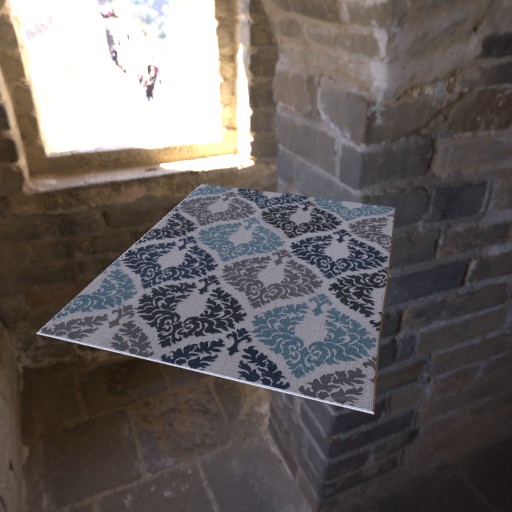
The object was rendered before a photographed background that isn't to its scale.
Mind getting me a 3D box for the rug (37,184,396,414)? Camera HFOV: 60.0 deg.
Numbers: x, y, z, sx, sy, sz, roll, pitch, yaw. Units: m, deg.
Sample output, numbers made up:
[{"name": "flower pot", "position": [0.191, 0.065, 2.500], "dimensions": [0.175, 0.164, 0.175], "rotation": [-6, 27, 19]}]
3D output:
[{"name": "rug", "position": [0.000, 0.000, 4.168], "dimensions": [2.423, 0.014, 3.040], "rotation": [9, 32, 15]}]
